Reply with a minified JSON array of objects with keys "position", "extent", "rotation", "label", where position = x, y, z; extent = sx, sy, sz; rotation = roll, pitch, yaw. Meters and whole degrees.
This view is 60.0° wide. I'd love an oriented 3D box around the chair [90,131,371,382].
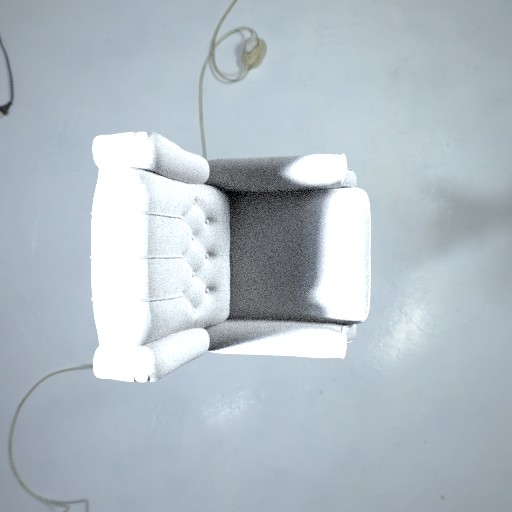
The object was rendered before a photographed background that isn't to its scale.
[{"position":[0.000,0.000,1.654],"extent":[0.902,1.035,0.742],"rotation":[0,90,0],"label":"chair"}]
